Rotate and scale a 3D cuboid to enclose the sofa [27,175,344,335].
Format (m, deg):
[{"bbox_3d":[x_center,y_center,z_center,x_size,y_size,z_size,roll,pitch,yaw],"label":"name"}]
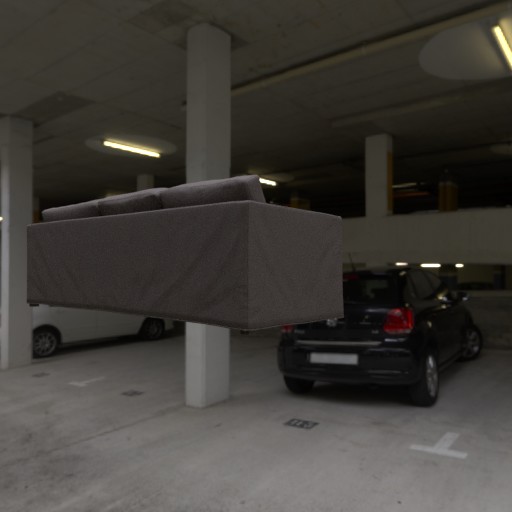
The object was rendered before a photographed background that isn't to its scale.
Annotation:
[{"bbox_3d":[0.000,0.000,4.203,2.432,0.871,3.182,-1,-1,38],"label":"sofa"}]
